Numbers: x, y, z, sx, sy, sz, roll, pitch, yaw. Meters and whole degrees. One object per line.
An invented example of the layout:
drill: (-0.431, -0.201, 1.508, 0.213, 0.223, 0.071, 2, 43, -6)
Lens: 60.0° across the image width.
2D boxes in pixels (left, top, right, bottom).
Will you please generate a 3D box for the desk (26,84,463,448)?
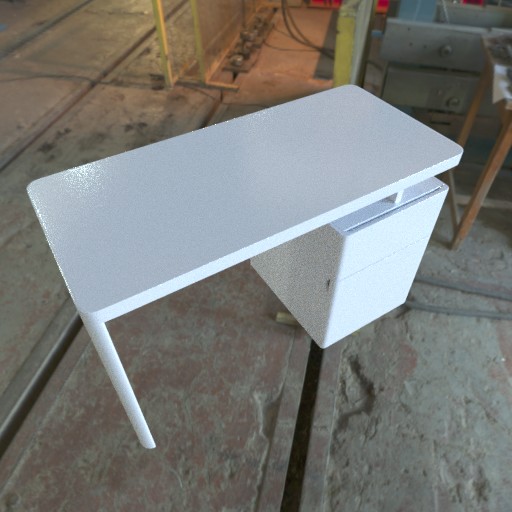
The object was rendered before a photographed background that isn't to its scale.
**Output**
desk: (0.000, 0.000, 1.577, 1.200, 0.760, 0.550, -24, 51, -22)
